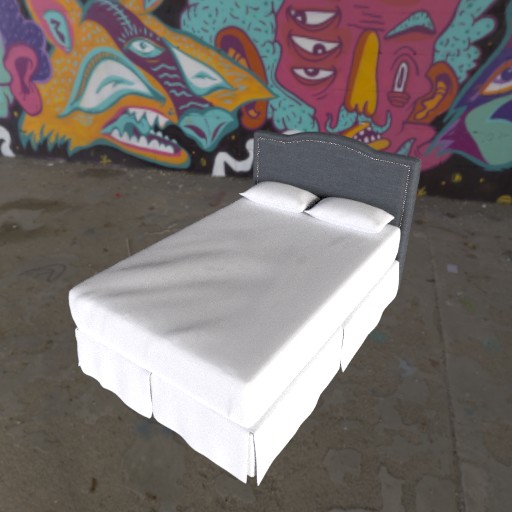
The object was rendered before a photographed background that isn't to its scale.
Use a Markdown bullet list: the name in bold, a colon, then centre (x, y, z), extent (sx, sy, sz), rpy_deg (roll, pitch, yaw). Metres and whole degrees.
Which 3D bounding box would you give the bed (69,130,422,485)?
- **bed**: centre (0.000, 0.000, 3.543), extent (1.747, 1.441, 2.507), rpy_deg (19, 35, 30)
